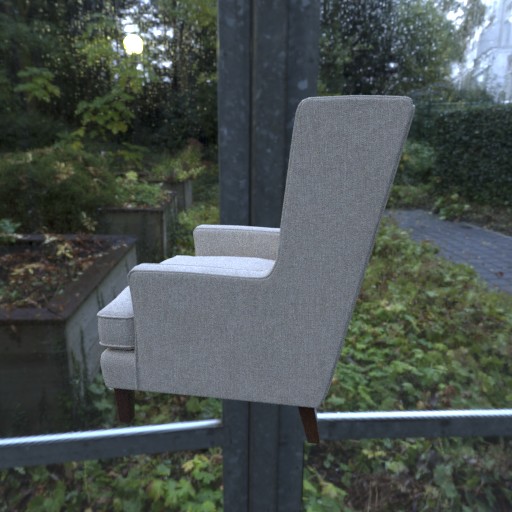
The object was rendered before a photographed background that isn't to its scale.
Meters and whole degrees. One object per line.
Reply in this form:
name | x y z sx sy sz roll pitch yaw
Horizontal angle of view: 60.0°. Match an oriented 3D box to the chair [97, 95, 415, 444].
chair | 0.000 0.000 1.685 0.948 1.082 0.764 3 15 9
